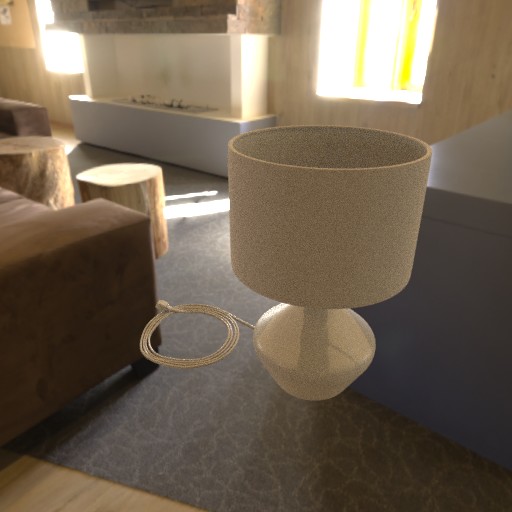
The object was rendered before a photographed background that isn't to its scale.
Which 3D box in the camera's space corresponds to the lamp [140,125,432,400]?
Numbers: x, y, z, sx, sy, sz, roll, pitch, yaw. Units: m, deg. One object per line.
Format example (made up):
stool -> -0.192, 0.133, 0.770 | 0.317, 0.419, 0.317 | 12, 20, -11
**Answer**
lamp -> 0.000, 0.000, 0.844 | 0.401, 0.457, 0.546 | -18, 31, -31
